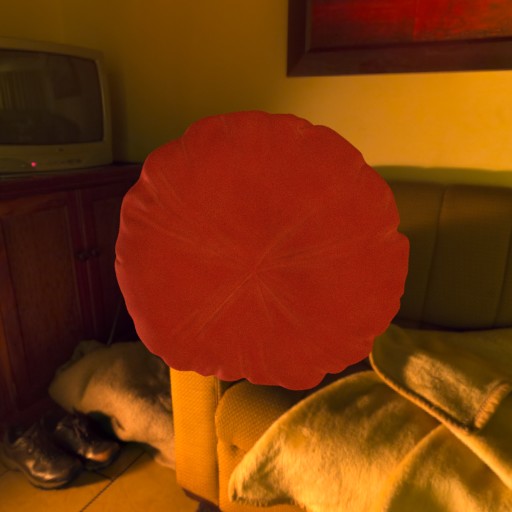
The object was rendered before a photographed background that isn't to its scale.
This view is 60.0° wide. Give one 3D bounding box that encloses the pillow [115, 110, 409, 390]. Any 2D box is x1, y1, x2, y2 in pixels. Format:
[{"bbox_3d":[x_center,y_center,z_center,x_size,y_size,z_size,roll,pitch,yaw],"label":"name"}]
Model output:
[{"bbox_3d":[0.000,0.000,0.651,0.428,0.407,0.148,2,17,7],"label":"pillow"}]
